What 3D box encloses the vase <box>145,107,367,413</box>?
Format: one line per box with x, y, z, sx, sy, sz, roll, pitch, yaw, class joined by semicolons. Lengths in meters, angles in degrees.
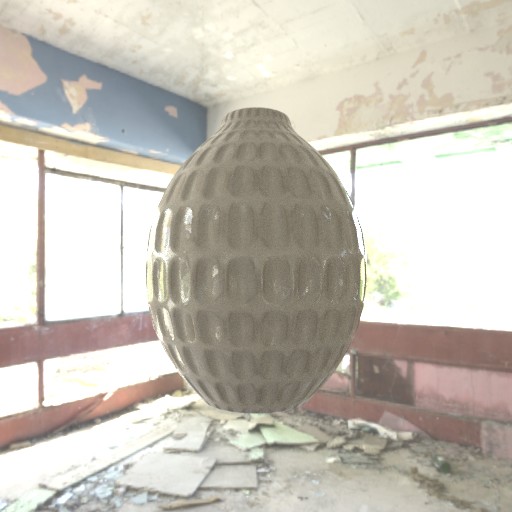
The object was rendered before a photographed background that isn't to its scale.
0.000;0.000;0.264;0.128;0.167;0.128;0;-2;0;vase
